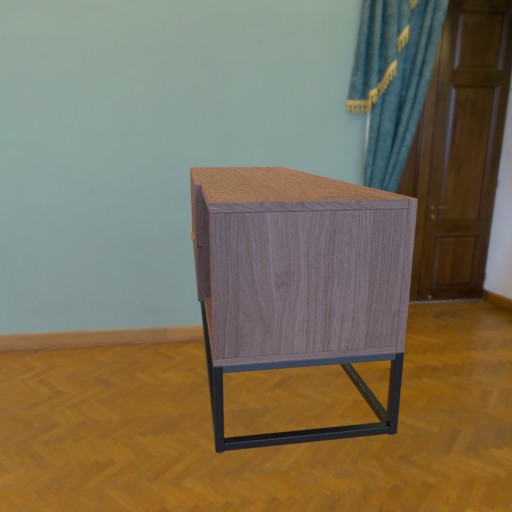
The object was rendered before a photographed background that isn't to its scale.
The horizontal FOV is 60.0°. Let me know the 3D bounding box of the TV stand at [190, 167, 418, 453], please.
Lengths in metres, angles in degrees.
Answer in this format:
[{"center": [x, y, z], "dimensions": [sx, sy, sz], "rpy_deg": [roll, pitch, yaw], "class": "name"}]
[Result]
[{"center": [0.000, 0.000, 1.418], "dimensions": [0.415, 0.500, 1.200], "rpy_deg": [-2, 14, -9], "class": "TV stand"}]
